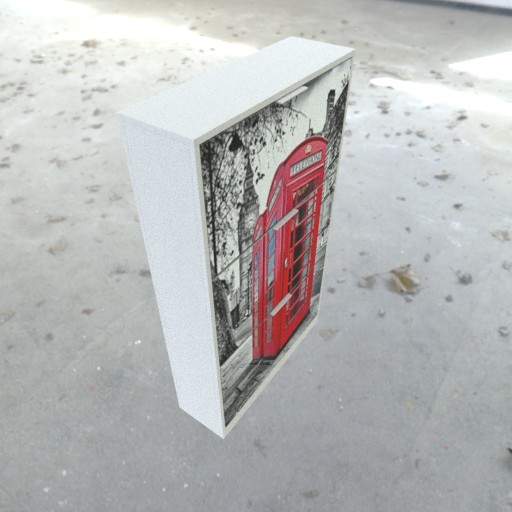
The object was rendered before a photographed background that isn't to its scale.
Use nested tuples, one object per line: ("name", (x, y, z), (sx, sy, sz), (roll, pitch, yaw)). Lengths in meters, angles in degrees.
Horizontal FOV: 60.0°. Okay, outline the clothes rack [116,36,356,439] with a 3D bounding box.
("clothes rack", (0.000, 0.000, 1.610), (0.250, 1.280, 0.750), (25, 47, 26))
